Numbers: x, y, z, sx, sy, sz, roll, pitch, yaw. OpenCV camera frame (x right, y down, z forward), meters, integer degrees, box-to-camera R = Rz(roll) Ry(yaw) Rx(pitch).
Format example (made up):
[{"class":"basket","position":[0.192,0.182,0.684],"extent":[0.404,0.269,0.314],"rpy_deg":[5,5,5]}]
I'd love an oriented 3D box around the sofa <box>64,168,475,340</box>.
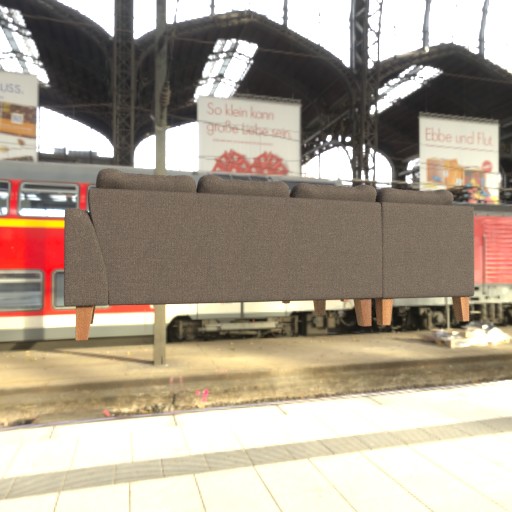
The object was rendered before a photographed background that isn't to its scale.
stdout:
[{"class":"sofa","position":[0.000,0.000,3.558],"extent":[2.679,0.932,1.829],"rpy_deg":[0,-1,-18]}]
